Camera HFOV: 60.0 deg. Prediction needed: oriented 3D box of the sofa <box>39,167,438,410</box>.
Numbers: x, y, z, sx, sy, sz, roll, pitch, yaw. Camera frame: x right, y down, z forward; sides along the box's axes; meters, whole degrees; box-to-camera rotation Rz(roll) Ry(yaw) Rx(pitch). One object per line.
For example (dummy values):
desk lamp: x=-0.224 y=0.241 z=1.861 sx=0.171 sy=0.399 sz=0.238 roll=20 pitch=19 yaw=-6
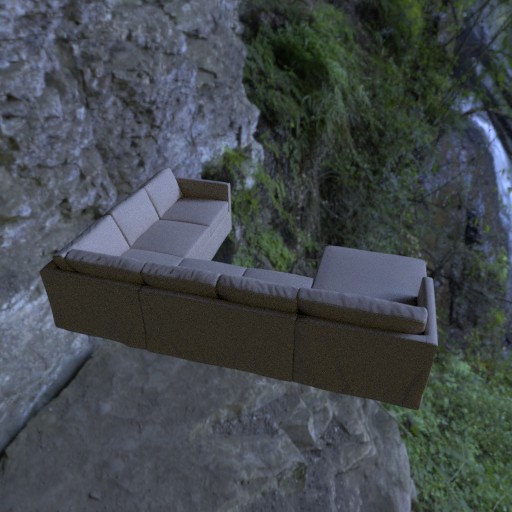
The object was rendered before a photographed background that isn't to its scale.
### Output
sofa: x=0.000 y=0.000 z=4.748 sx=3.528 sy=0.878 sz=2.476 roll=9 pitch=33 yaw=14
